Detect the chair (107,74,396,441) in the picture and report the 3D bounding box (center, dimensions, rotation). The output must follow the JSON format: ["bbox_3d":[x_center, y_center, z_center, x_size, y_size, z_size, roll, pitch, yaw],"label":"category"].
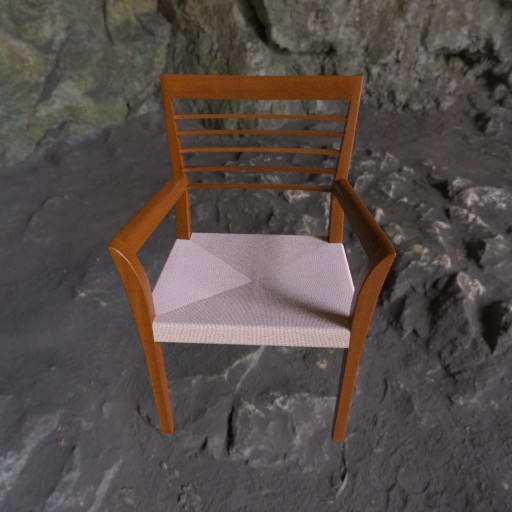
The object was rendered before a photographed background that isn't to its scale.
[{"bbox_3d":[0.000,0.000,1.215,0.587,0.855,0.540,1,31,2],"label":"chair"}]
